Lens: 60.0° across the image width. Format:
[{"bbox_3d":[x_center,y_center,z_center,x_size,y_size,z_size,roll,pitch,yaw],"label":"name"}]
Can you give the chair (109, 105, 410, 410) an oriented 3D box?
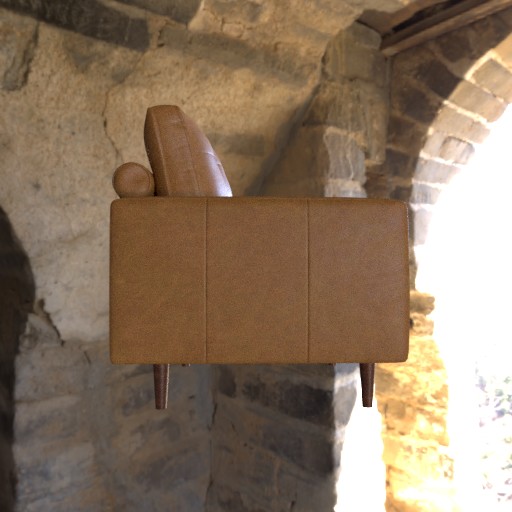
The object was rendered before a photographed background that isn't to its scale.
[{"bbox_3d":[0.000,0.000,1.570,0.868,0.896,0.831,0,-1,-1],"label":"chair"}]
